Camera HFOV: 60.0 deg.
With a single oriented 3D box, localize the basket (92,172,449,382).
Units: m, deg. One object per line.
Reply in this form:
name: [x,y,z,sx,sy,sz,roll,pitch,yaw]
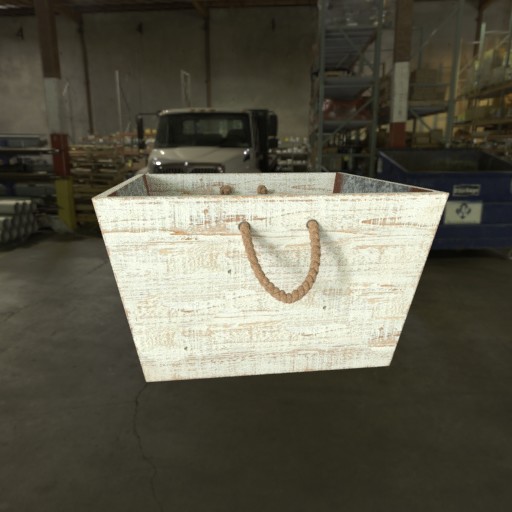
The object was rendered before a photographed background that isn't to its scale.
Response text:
basket: [0.000,0.000,0.733,0.413,0.247,0.545,-2,14,-7]
